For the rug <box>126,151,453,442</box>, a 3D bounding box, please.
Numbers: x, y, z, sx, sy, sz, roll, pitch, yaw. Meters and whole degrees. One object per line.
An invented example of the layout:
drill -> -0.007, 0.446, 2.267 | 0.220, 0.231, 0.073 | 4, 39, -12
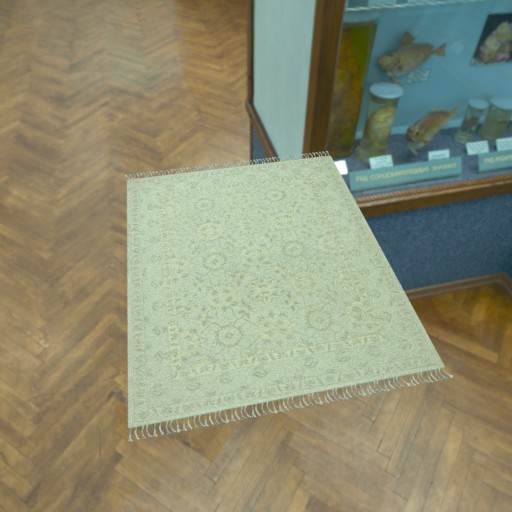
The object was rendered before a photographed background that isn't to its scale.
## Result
rug -> 0.000, 0.000, 4.183 | 2.444, 0.013, 3.043 | -8, 48, -8
